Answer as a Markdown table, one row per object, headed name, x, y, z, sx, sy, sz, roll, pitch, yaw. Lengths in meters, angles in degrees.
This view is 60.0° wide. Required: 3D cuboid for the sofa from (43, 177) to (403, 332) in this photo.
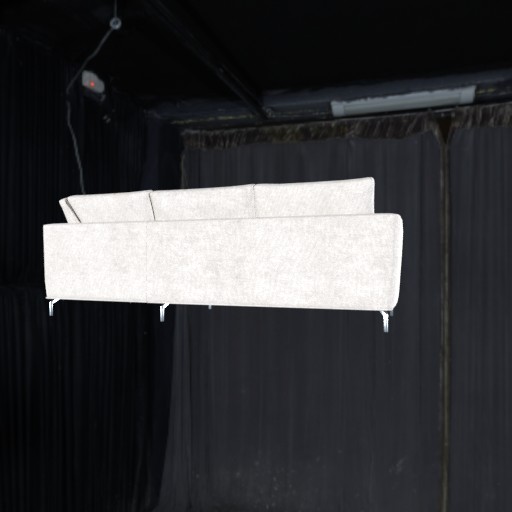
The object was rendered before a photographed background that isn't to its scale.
| name | x | y | z | sx | sy | sz | roll | pitch | yaw |
| --- | --- | --- | --- | --- | --- | --- | --- | --- | --- |
| sofa | 0.000 | 0.000 | 3.876 | 2.438 | 0.864 | 2.438 | 0 | -1 | 18 |
